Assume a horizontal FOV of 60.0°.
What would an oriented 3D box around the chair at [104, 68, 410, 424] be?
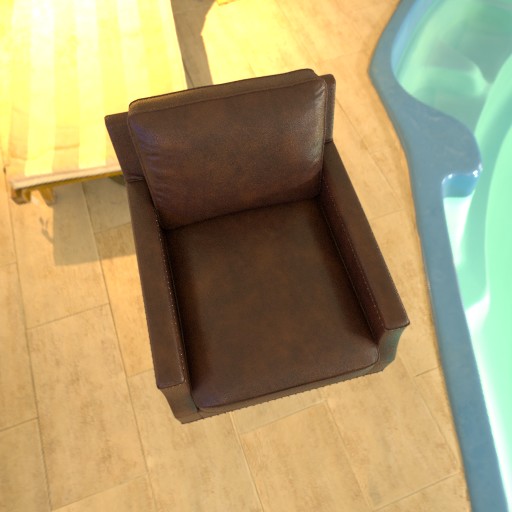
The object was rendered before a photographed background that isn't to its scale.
[{"bbox_3d":[0.000,0.000,1.680,0.853,0.929,1.014,-13,64,-6],"label":"chair"}]
